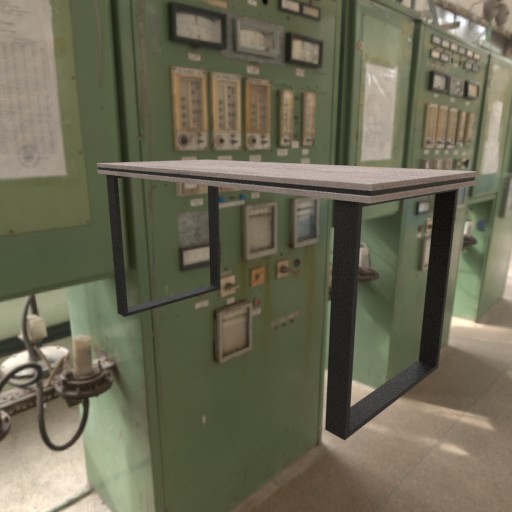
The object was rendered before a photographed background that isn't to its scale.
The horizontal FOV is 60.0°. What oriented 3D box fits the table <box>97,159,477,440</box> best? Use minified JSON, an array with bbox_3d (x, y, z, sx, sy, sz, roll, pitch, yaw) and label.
[{"bbox_3d":[0.000,0.000,2.275,0.795,0.899,1.778,-14,20,-42],"label":"table"}]
